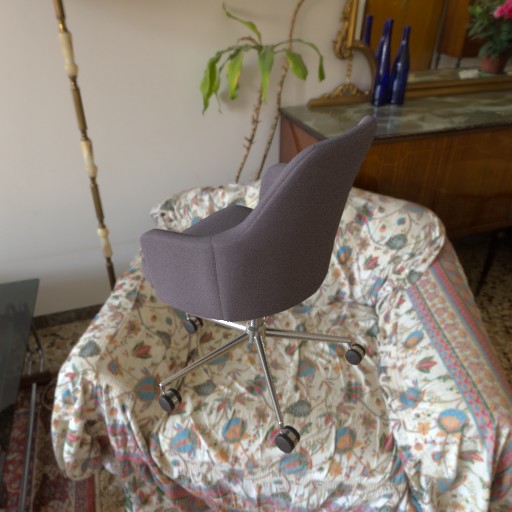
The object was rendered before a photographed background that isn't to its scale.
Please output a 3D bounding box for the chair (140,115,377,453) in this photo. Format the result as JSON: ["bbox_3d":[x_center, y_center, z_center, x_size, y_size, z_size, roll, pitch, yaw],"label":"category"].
[{"bbox_3d":[0.000,0.000,1.274,0.600,0.820,0.655,20,37,29],"label":"chair"}]
